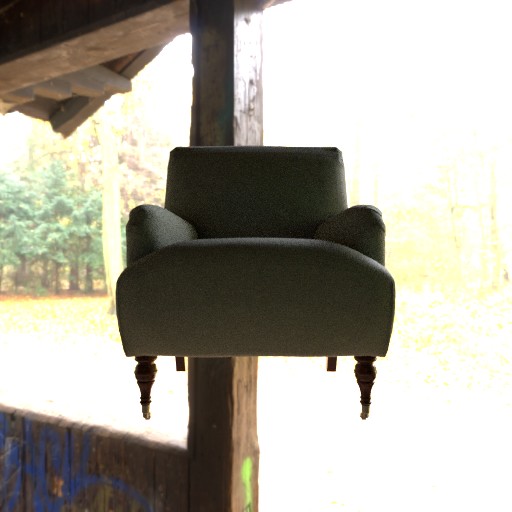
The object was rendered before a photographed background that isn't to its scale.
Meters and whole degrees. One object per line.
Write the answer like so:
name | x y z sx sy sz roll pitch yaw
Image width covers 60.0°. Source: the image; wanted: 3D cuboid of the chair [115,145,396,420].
chair | 0.000 0.000 1.950 0.964 1.178 1.060 0 -1 0
